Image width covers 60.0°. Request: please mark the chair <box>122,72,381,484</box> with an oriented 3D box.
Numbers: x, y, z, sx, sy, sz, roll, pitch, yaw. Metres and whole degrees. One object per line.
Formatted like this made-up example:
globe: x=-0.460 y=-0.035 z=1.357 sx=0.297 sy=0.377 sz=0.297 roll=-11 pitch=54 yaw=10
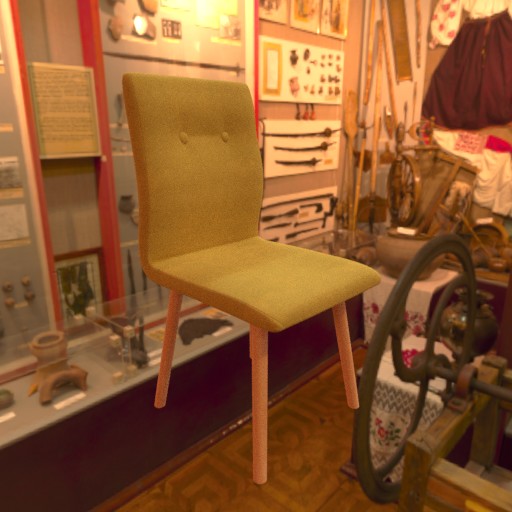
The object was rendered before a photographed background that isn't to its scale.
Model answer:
chair: x=0.000 y=0.000 z=1.241 sx=0.550 sy=0.965 sz=0.450 roll=15 pitch=22 yaw=42
